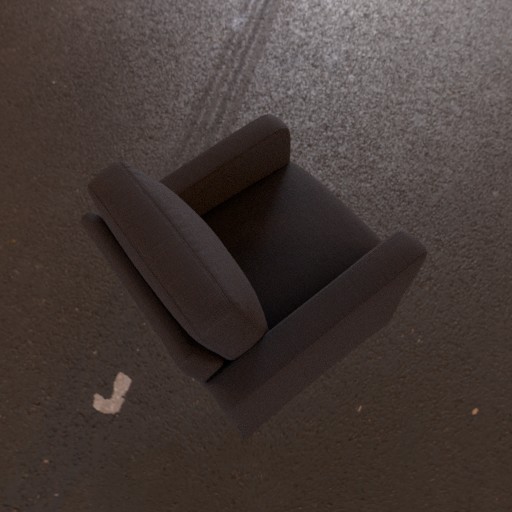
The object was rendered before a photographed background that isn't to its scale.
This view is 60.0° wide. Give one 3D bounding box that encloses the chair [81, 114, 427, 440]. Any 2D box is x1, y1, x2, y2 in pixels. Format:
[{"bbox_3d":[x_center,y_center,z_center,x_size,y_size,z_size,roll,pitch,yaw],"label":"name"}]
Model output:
[{"bbox_3d":[0.000,0.000,1.523,0.863,0.855,0.798,-33,64,-18],"label":"chair"}]
